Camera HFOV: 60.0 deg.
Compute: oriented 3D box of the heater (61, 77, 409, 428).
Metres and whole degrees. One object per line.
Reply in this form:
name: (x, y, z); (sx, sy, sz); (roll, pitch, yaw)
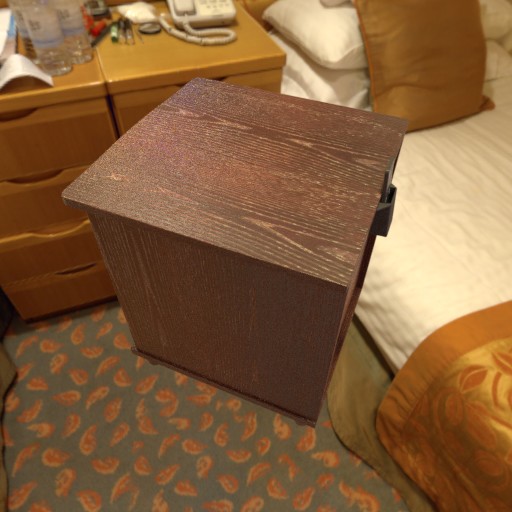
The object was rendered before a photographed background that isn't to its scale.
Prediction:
heater: (0.000, 0.000, 0.765); (0.400, 0.481, 0.362); (17, 49, 16)
